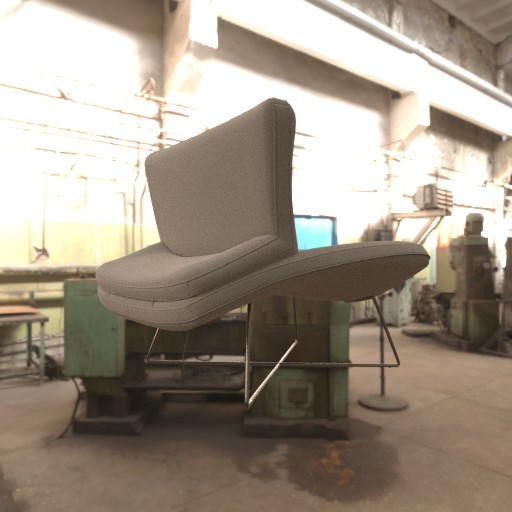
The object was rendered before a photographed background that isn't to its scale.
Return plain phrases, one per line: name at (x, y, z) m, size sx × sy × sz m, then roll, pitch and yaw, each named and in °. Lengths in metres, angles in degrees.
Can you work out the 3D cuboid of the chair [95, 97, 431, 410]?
chair at (0.000, 0.000, 1.657) m, size 1.008 × 0.855 × 0.859 m, roll 0°, pitch 0°, yaw -36°
